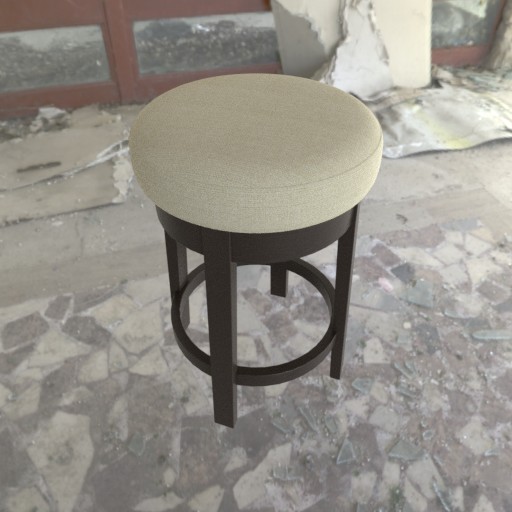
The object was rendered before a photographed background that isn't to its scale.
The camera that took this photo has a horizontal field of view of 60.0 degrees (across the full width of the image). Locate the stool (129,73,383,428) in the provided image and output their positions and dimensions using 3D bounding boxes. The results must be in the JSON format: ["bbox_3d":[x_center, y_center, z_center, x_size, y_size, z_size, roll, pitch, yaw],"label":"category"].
[{"bbox_3d":[0.000,0.000,0.947,0.449,0.655,0.449,0,41,0],"label":"stool"}]
